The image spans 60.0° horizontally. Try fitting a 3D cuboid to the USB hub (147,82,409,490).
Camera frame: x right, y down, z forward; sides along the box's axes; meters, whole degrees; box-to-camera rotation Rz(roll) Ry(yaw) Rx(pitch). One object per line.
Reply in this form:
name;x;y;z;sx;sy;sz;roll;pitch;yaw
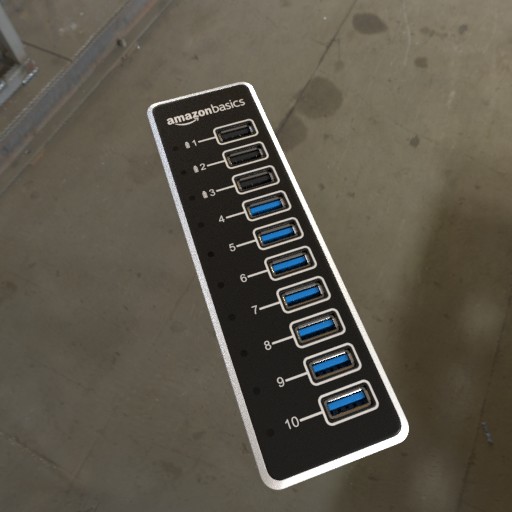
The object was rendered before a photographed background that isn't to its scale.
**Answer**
USB hub;0.000;0.000;0.160;0.044;0.023;0.145;-17;66;-8
